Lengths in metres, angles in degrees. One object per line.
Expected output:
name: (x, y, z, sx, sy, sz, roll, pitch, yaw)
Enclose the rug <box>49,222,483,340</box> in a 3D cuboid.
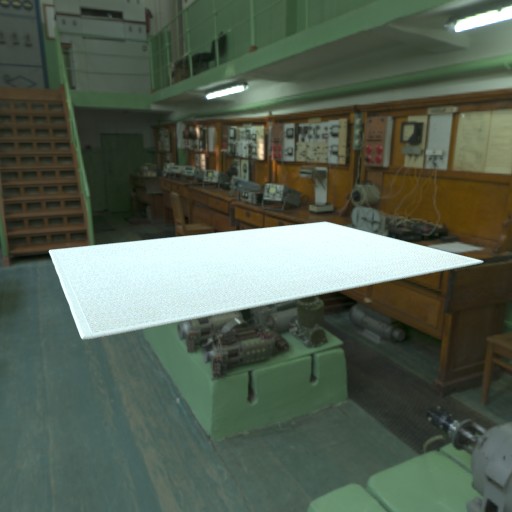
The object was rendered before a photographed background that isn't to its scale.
rug: (0.000, 0.000, 2.754, 2.244, 0.017, 1.532, -8, 16, -27)
